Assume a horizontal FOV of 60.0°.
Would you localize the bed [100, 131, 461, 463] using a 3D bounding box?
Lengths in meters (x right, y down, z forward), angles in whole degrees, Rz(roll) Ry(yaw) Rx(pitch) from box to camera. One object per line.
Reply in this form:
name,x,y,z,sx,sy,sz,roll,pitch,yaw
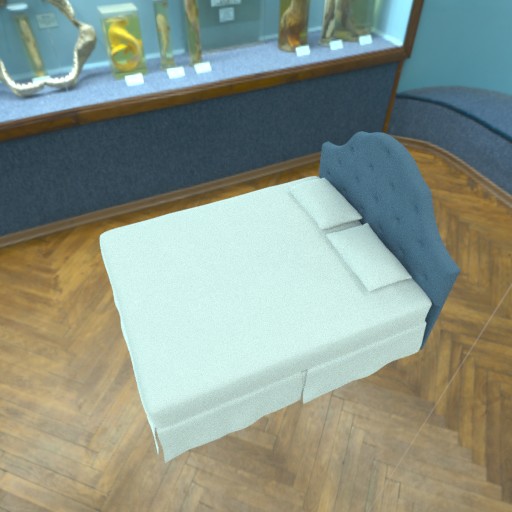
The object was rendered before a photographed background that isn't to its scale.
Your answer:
bed,0.000,0.000,3.759,2.477,1.617,2.039,-17,48,-16
